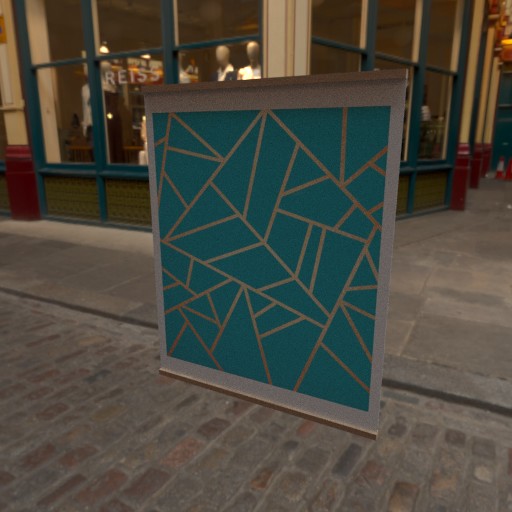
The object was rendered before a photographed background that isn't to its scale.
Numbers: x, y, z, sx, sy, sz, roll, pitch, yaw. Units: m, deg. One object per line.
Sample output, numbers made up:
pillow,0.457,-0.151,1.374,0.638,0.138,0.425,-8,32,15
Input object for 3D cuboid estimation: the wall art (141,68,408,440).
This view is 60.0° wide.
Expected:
wall art,0.000,0.000,0.681,0.405,0.508,0.012,8,17,27
